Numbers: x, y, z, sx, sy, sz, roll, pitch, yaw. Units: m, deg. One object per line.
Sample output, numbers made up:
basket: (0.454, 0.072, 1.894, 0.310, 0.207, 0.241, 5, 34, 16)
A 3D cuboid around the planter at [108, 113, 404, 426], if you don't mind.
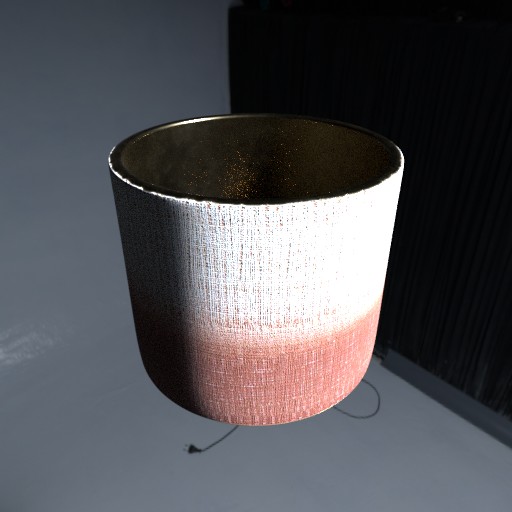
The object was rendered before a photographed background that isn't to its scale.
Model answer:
planter: (0.000, 0.000, 0.311, 0.178, 0.157, 0.178, 0, 31, 0)
